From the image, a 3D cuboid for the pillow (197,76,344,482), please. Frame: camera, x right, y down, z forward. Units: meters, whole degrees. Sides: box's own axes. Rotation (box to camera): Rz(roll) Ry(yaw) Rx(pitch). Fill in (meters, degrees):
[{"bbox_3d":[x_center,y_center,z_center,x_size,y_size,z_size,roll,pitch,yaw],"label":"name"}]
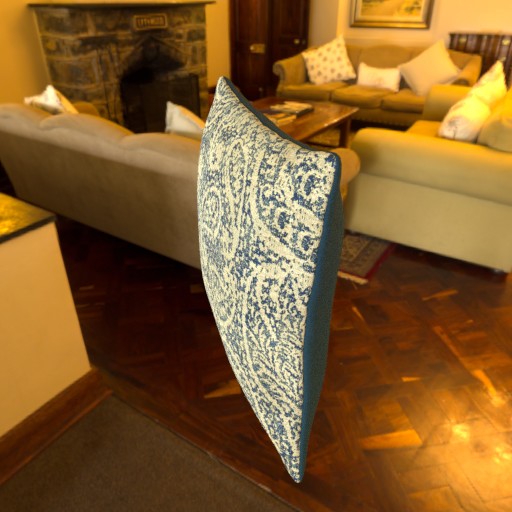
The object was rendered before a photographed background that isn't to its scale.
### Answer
[{"bbox_3d":[0.000,0.000,0.760,0.166,0.510,0.523,-8,31,-14],"label":"pillow"}]
